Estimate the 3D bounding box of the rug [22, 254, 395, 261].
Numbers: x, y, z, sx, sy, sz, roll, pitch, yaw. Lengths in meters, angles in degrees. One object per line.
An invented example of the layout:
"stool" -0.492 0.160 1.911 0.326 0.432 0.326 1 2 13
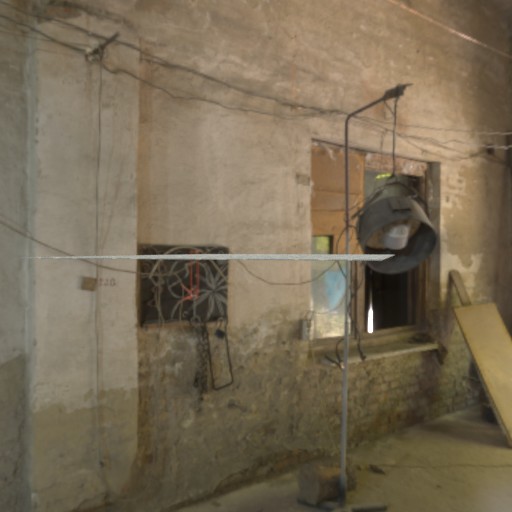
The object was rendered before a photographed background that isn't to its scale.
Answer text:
"rug" 0.000 0.000 3.926 2.283 0.006 2.892 0 1 19
